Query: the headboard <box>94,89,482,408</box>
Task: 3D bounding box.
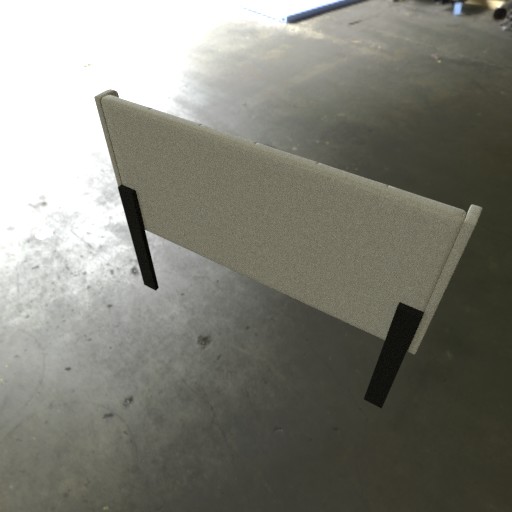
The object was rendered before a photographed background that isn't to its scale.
[{"bbox_3d":[0.000,0.000,2.652,2.051,1.524,0.184,24,50,22],"label":"headboard"}]
